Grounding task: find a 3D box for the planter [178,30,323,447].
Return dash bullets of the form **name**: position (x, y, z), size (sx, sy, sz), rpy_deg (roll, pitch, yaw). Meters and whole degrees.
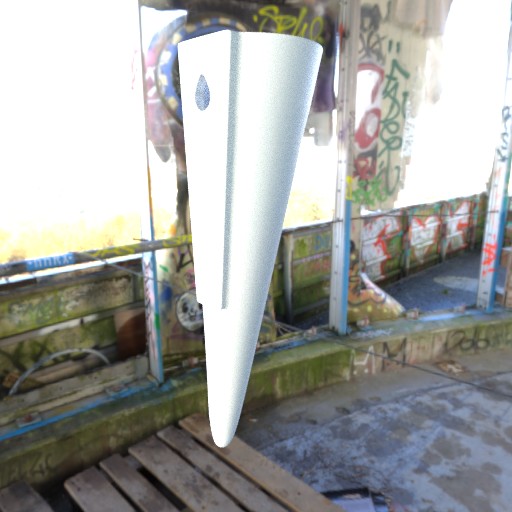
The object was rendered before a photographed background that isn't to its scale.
- **planter**: position (0.000, 0.000, 0.223), size (0.057, 0.193, 0.064), rpy_deg (13, 19, 43)
